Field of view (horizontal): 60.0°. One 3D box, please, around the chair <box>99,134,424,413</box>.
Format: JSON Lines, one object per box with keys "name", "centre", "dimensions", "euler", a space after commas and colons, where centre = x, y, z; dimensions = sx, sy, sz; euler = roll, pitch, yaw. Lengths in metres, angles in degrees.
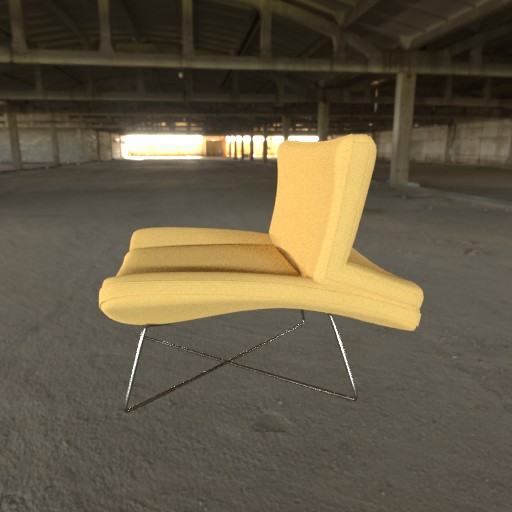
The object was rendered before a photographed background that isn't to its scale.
{"name": "chair", "centre": [0.000, 0.000, 1.651], "dimensions": [1.008, 0.855, 0.859], "euler": [-2, 14, -8]}
